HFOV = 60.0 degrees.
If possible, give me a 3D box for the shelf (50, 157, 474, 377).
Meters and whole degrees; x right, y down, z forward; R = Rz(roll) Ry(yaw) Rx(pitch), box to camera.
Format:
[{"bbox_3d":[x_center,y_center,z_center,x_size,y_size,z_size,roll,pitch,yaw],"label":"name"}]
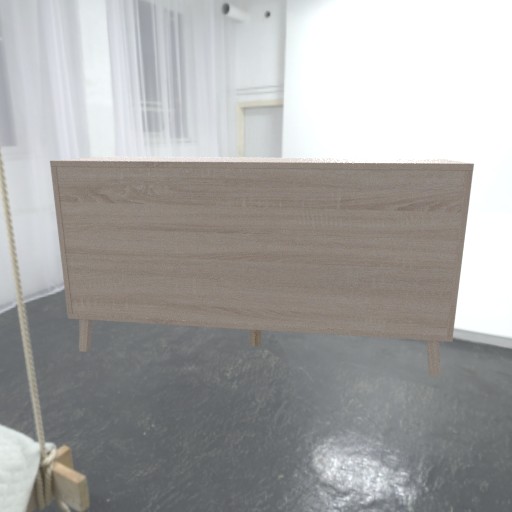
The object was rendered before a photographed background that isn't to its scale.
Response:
[{"bbox_3d":[0.000,0.000,1.832,1.490,0.780,0.400,2,15,8],"label":"shelf"}]
